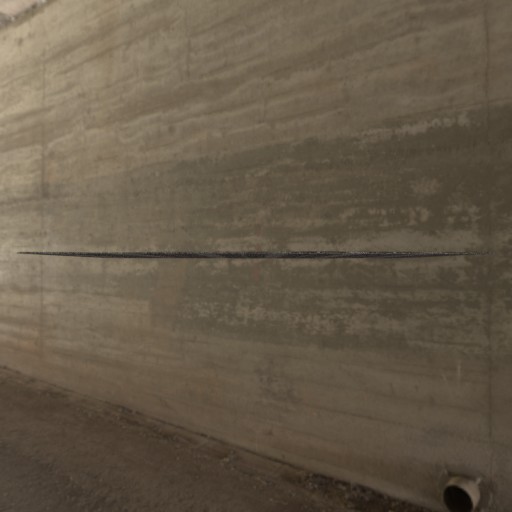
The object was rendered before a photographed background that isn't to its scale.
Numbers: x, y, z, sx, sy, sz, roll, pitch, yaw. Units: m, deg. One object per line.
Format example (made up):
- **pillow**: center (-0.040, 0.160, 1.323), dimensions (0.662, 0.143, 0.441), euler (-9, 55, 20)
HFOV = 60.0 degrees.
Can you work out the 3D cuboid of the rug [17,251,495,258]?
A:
- **rug**: center (0.000, 0.000, 3.001), dimensions (2.434, 0.015, 1.520), euler (0, -1, 0)
